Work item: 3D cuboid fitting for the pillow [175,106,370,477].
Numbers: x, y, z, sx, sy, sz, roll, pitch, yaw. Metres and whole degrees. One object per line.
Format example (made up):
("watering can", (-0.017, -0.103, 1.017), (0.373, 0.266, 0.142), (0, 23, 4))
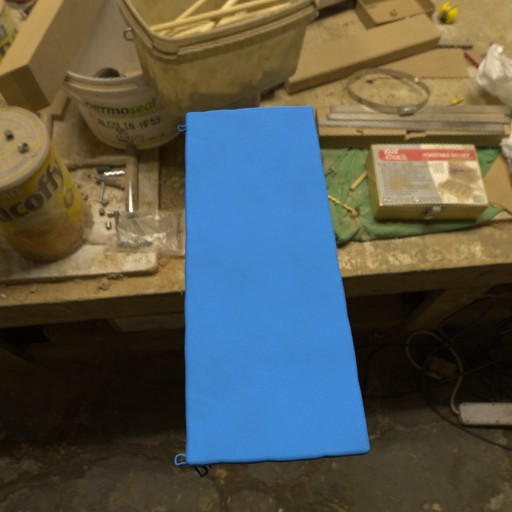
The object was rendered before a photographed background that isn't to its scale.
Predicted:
("pillow", (0.000, 0.000, 1.352), (0.492, 0.081, 1.187), (-4, 64, -2))
